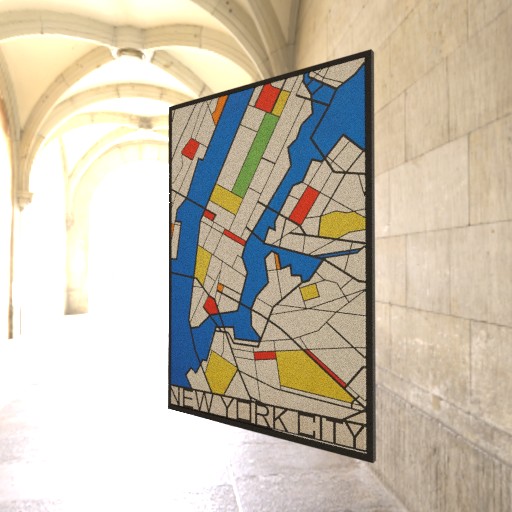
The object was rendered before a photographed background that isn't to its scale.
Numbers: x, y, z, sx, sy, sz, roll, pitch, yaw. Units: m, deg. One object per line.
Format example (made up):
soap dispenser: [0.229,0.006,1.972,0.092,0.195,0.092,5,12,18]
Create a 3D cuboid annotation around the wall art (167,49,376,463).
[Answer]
wall art: [0.000,0.000,0.838,0.457,0.657,0.013,-1,-1,35]
